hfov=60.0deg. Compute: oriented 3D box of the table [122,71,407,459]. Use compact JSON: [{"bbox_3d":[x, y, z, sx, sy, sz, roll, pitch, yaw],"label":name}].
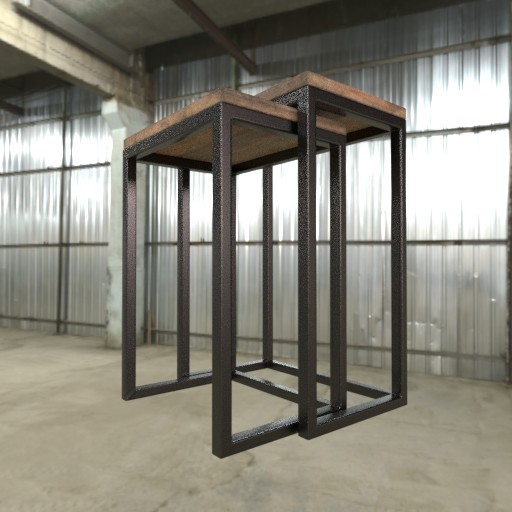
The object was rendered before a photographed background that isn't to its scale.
[{"bbox_3d":[0.000,0.000,0.955,0.460,0.615,0.456,1,-1,-37],"label":"table"}]
